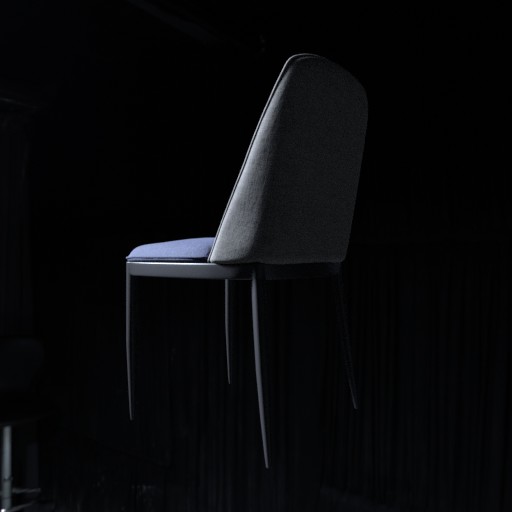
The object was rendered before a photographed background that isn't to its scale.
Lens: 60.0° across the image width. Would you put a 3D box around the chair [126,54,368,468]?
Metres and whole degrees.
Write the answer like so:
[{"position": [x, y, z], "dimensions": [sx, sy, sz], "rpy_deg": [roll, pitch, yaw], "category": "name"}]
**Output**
[{"position": [0.000, 0.000, 1.174], "dimensions": [0.550, 0.855, 0.488], "rpy_deg": [0, 0, 36], "category": "chair"}]
